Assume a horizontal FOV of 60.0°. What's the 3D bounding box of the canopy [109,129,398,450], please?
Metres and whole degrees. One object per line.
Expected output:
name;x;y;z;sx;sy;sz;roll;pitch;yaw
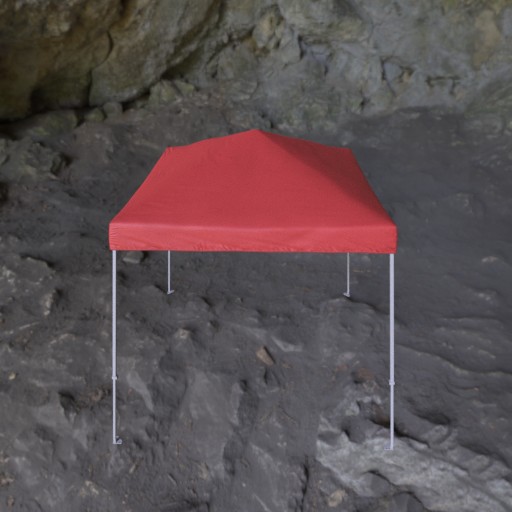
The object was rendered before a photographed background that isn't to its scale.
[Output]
canopy;0.000;0.000;5.055;2.848;2.849;2.849;1;29;1
